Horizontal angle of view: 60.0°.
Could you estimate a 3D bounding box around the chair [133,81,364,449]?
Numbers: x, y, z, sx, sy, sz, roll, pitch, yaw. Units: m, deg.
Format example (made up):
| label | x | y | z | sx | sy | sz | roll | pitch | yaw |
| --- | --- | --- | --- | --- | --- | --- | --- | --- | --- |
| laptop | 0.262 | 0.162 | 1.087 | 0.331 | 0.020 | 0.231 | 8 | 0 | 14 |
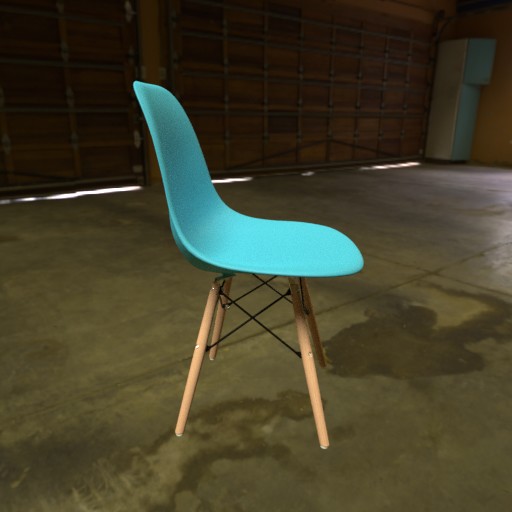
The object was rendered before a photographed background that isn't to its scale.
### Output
| label | x | y | z | sx | sy | sz | roll | pitch | yaw |
| --- | --- | --- | --- | --- | --- | --- | --- | --- | --- |
| chair | 0.000 | 0.000 | 1.126 | 0.531 | 0.826 | 0.470 | 2 | 17 | 7 |
